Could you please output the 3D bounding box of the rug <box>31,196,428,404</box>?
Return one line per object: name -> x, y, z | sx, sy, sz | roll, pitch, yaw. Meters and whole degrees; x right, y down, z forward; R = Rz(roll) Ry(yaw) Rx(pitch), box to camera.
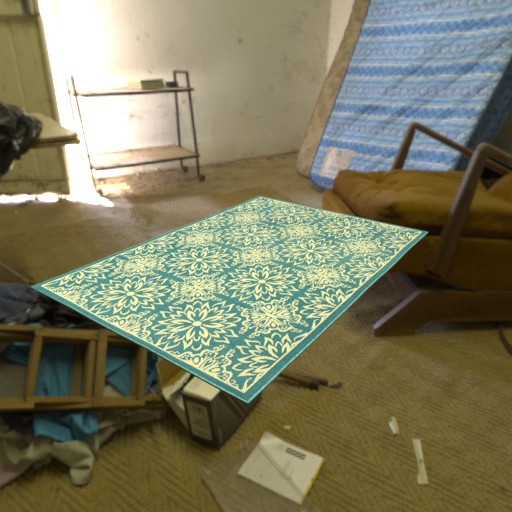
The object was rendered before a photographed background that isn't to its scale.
rug -> 0.000, 0.000, 2.898 | 1.554, 0.012, 2.205 | 17, 30, 33
